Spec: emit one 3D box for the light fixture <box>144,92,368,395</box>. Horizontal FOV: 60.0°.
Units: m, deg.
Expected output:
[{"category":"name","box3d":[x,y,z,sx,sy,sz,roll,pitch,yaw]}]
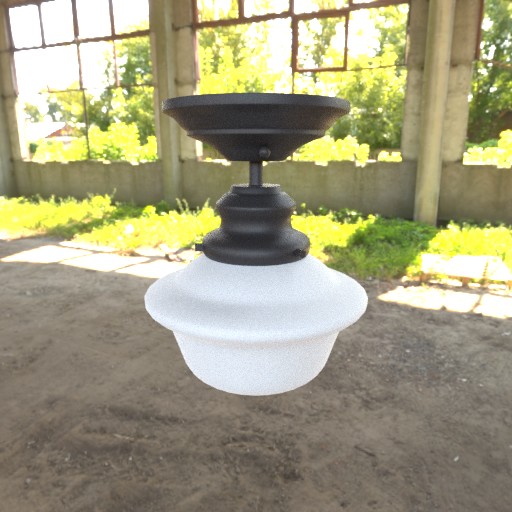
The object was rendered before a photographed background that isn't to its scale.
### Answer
[{"category":"light fixture","box3d":[0.000,0.000,0.391,0.197,0.254,0.197,0,13,0]}]
